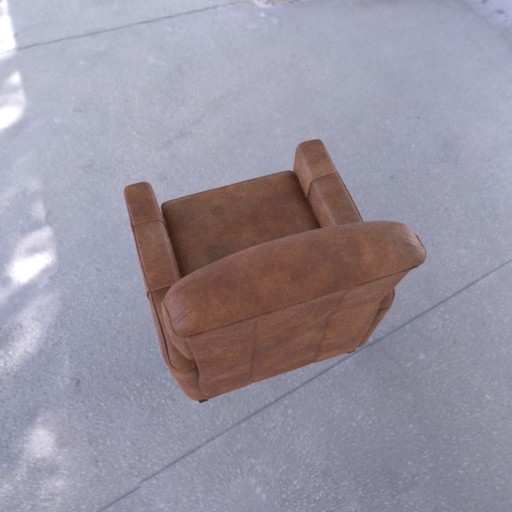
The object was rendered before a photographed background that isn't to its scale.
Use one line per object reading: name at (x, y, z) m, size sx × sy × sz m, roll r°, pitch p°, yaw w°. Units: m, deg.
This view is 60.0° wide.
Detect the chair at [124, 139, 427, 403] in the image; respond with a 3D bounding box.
chair at (0.000, 0.000, 1.691) m, size 0.843 × 1.043 × 0.836 m, roll -16°, pitch 61°, yaw -9°
